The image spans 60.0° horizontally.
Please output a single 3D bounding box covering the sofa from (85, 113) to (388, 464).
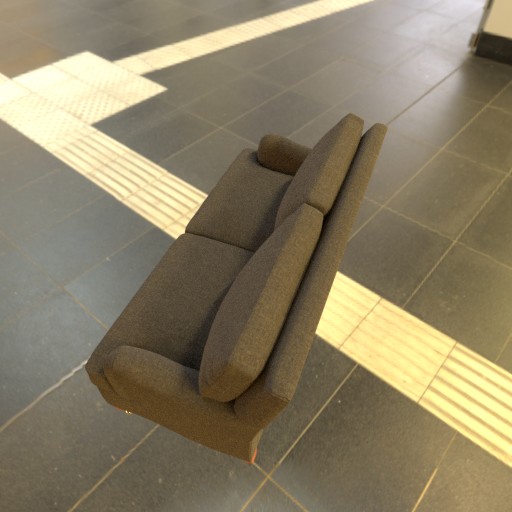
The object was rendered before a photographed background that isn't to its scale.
[{"bbox_3d":[0.000,0.000,2.760,1.087,1.054,2.160,16,49,15],"label":"sofa"}]
